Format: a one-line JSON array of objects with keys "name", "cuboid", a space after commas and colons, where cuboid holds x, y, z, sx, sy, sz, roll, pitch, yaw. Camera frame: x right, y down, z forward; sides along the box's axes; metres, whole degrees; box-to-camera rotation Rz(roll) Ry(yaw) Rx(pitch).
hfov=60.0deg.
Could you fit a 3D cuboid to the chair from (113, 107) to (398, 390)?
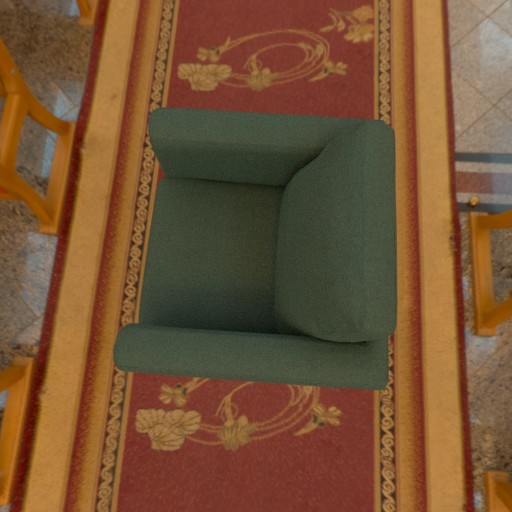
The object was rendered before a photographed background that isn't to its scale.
[{"name": "chair", "cuboid": [0.000, 0.000, 1.558, 0.800, 0.927, 0.855, 4, 75, 1]}]
